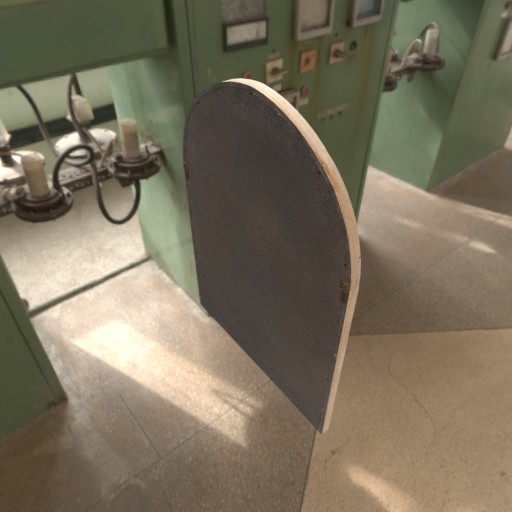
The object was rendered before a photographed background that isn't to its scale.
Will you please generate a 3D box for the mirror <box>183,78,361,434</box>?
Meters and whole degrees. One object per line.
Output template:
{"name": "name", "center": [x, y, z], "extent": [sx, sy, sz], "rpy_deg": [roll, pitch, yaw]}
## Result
{"name": "mirror", "center": [0.000, 0.000, 1.201], "extent": [0.032, 0.920, 0.660], "rpy_deg": [-27, 48, -28]}
